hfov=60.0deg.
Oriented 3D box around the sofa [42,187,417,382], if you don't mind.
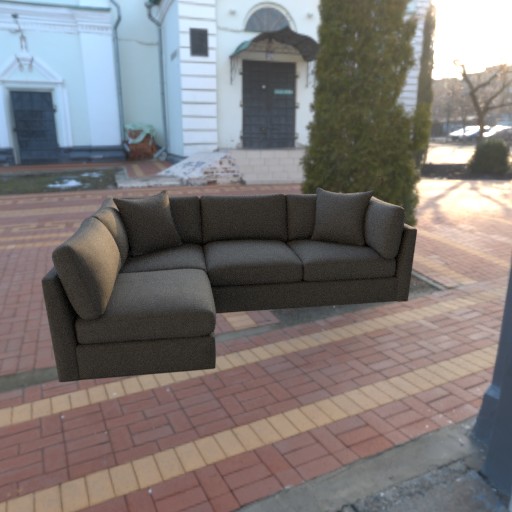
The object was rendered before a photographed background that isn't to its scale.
[{"bbox_3d":[0.000,0.000,3.807,2.896,0.978,1.994,-3,16,-9],"label":"sofa"}]
